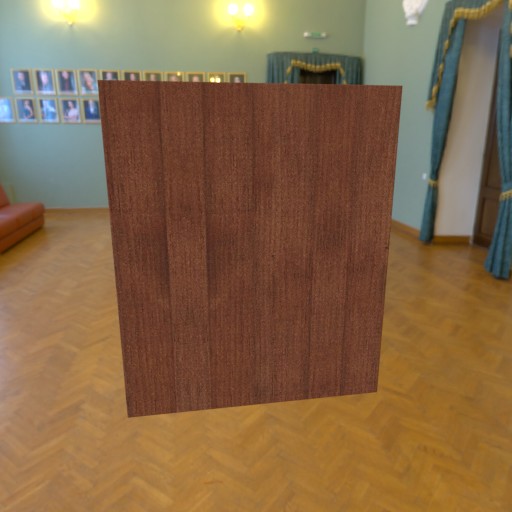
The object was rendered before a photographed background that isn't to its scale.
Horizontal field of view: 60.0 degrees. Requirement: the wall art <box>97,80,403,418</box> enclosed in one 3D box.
[{"bbox_3d":[0.000,0.000,0.620,0.377,0.449,0.039,-3,16,-9],"label":"wall art"}]
